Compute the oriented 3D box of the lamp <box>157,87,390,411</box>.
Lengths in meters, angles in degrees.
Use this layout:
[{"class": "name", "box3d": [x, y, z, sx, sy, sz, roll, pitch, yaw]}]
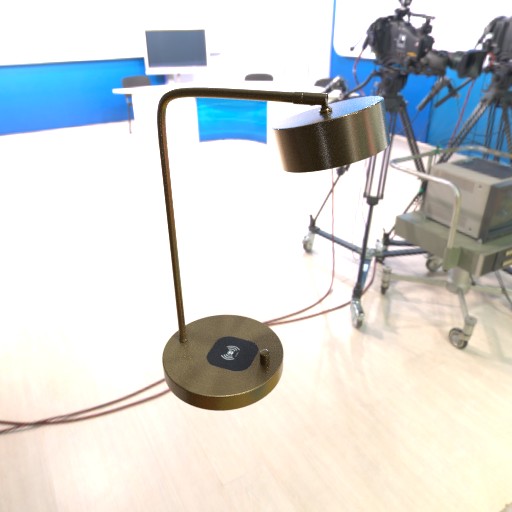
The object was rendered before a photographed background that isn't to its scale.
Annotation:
[{"class": "lamp", "box3d": [0.000, 0.000, 0.532, 0.270, 0.380, 0.171, 11, 31, 18]}]
